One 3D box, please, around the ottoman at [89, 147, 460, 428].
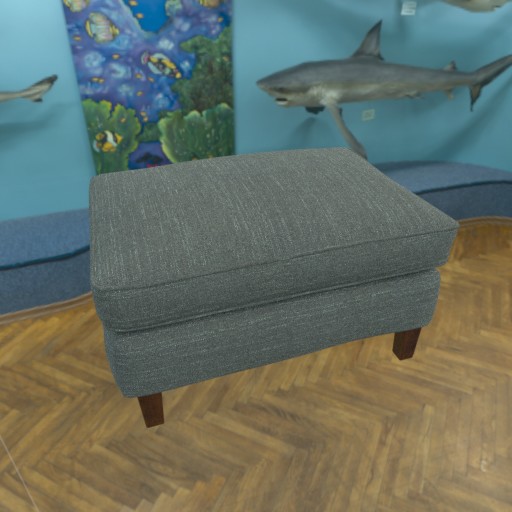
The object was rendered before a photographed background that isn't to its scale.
[{"bbox_3d":[0.000,0.000,1.009,0.686,0.406,0.508,-10,34,-15],"label":"ottoman"}]
